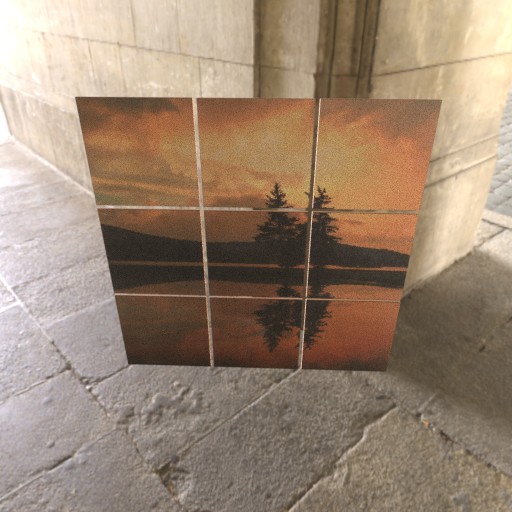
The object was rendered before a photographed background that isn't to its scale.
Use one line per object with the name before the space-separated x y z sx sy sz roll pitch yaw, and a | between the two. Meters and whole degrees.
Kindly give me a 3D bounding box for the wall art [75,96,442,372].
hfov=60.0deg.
wall art | 0.000 0.000 1.782 1.216 1.218 0.013 1 31 2
